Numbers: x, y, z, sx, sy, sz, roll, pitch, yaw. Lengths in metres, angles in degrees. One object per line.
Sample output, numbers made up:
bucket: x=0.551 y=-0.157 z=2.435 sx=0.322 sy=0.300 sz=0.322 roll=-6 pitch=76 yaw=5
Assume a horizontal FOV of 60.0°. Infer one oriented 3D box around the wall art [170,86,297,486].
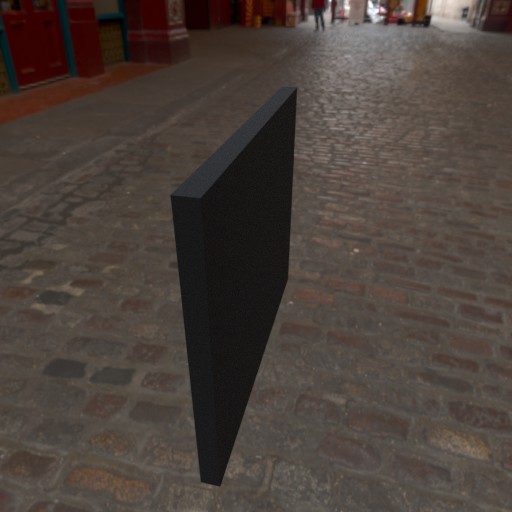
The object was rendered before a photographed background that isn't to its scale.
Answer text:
wall art: x=0.000 y=0.000 z=0.765 sx=0.031 sy=0.457 sz=0.558 roll=7 pitch=32 yaw=12
